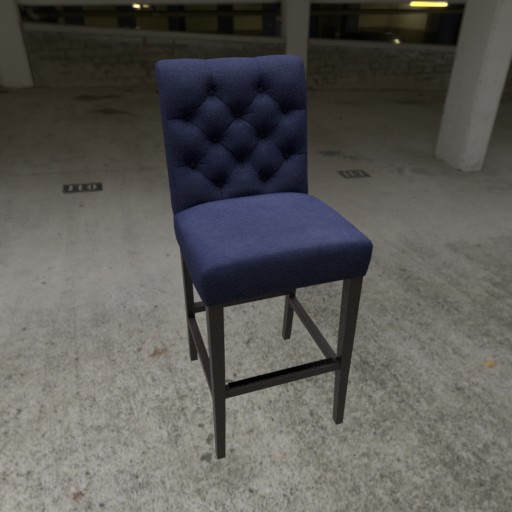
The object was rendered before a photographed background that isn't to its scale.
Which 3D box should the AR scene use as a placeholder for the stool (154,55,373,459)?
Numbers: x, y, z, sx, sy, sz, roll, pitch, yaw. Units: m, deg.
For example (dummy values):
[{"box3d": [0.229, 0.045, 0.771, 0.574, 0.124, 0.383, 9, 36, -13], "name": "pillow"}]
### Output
[{"box3d": [0.000, 0.000, 1.446, 0.493, 1.140, 0.601, -10, 32, -16], "name": "stool"}]
